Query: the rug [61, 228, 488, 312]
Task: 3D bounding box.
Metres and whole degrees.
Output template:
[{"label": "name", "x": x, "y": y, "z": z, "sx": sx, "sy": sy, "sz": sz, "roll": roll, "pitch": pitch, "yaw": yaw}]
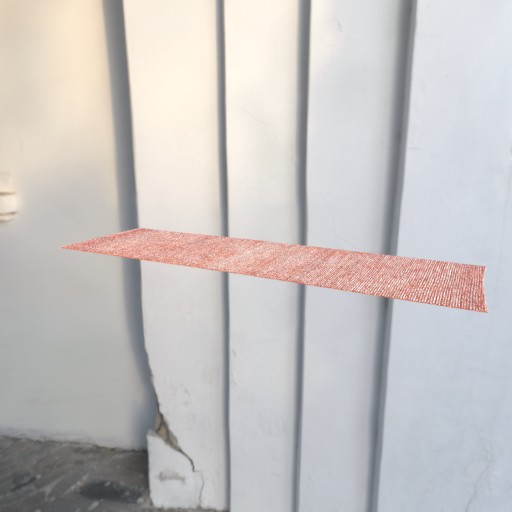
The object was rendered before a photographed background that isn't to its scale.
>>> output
[{"label": "rug", "x": 0.000, "y": 0.000, "z": 2.511, "sx": 2.353, "sy": 0.013, "sz": 0.718, "roll": 7, "pitch": 16, "yaw": 27}]
